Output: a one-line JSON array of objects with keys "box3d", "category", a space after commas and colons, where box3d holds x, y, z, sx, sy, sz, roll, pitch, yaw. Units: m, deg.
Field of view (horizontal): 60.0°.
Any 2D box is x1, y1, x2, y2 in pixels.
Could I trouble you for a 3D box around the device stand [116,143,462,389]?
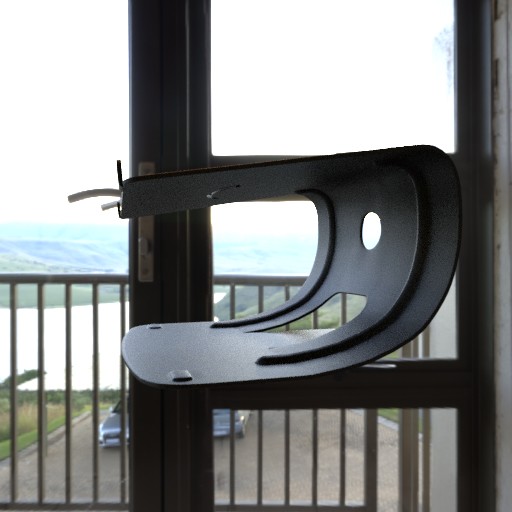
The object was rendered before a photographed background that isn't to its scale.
[{"box3d": [0.000, 0.000, 0.394, 0.236, 0.155, 0.256, 0, 0, -17], "category": "device stand"}]
